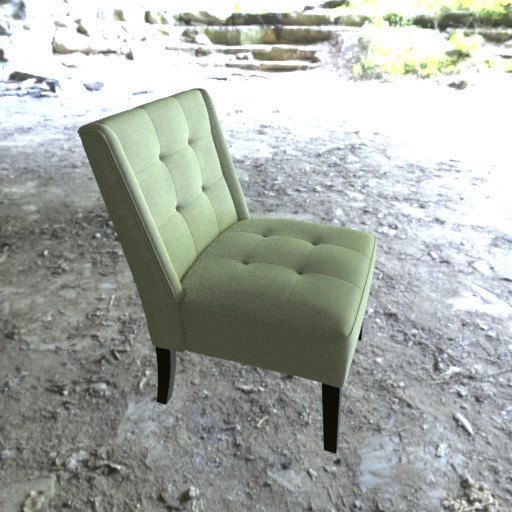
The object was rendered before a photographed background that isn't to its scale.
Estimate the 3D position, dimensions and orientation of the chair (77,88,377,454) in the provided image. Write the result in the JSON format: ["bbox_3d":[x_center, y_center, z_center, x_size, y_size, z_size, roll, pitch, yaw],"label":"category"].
[{"bbox_3d":[0.000,0.000,1.323,0.676,0.853,0.569,10,31,17],"label":"chair"}]
